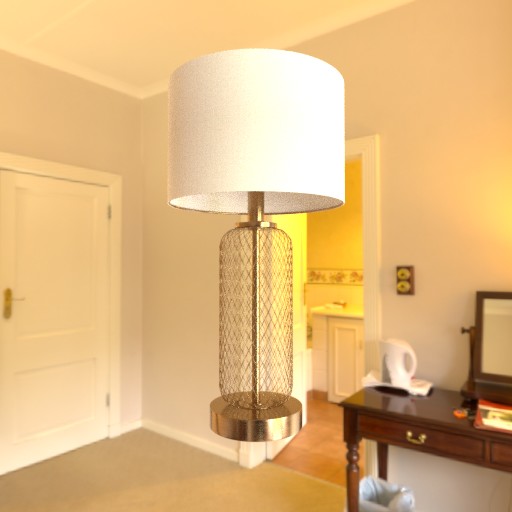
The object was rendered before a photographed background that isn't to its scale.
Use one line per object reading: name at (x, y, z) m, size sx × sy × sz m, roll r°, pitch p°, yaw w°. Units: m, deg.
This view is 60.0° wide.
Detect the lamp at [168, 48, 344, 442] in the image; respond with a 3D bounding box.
lamp at (0.000, 0.000, 0.642) m, size 0.252 × 0.483 × 0.252 m, roll 0°, pitch -1°, yaw -1°
